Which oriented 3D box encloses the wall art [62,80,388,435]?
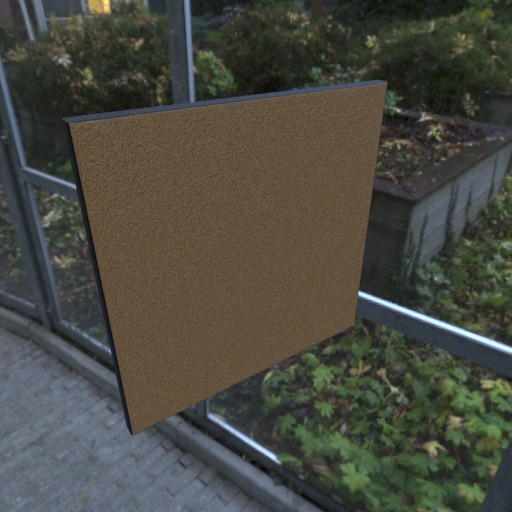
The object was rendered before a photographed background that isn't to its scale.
[{"bbox_3d":[0.000,0.000,0.658,0.456,0.453,0.022,-19,35,-29],"label":"wall art"}]
